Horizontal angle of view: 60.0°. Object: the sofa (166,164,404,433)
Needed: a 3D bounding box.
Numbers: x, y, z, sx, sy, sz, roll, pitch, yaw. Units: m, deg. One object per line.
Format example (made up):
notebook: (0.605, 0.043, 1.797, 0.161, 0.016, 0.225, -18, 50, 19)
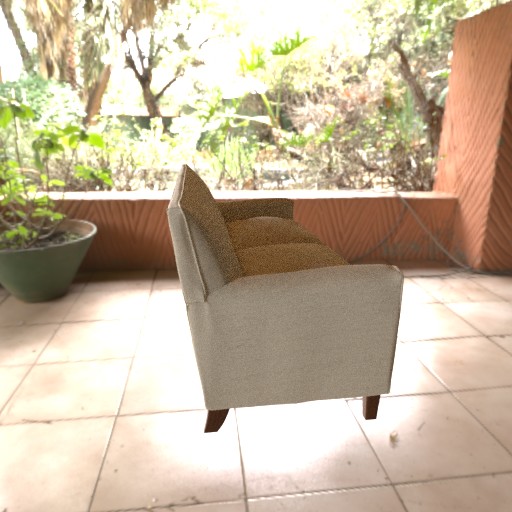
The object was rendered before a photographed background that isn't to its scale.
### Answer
sofa: (0.000, 0.000, 2.488, 0.841, 0.907, 2.001, -2, 16, -8)
